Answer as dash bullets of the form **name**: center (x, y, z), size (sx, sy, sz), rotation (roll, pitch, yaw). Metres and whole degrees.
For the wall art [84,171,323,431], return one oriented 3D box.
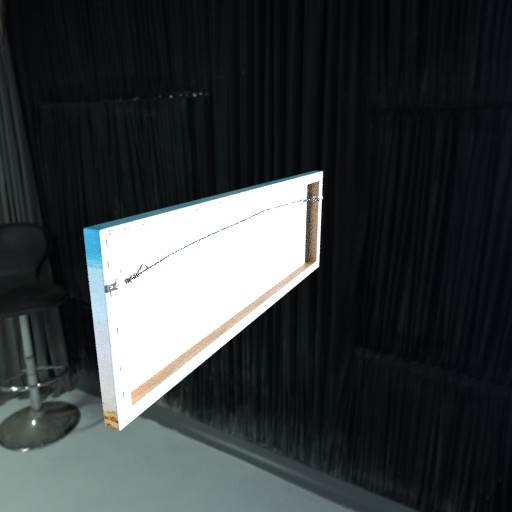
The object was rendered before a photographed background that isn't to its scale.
- **wall art**: center (0.000, 0.000, 0.836), size (0.044, 0.254, 0.759), rotation (8, 18, 25)
